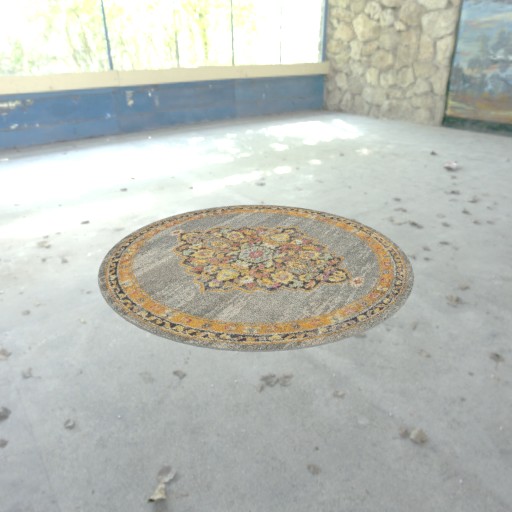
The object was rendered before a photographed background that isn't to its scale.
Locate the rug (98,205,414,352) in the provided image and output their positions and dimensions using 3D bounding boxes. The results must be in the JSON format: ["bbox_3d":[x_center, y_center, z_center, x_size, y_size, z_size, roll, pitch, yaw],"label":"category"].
[{"bbox_3d":[0.000,0.000,3.503,2.382,0.014,2.382,0,26,0],"label":"rug"}]
